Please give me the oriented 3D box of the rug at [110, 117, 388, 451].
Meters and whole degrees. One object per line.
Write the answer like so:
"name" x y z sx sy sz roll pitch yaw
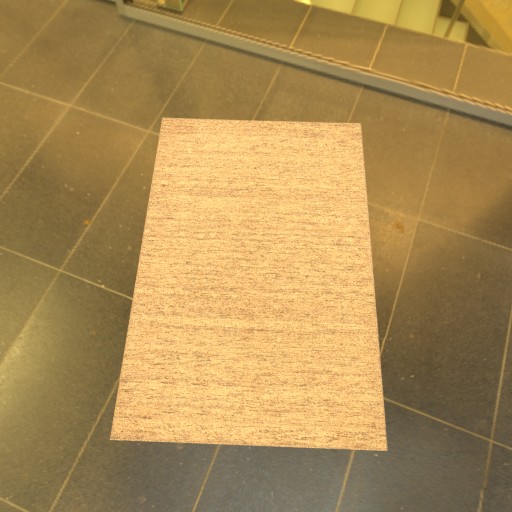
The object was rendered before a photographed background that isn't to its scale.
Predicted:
"rug" 0.000 0.000 2.341 1.225 0.013 1.840 2 65 1
